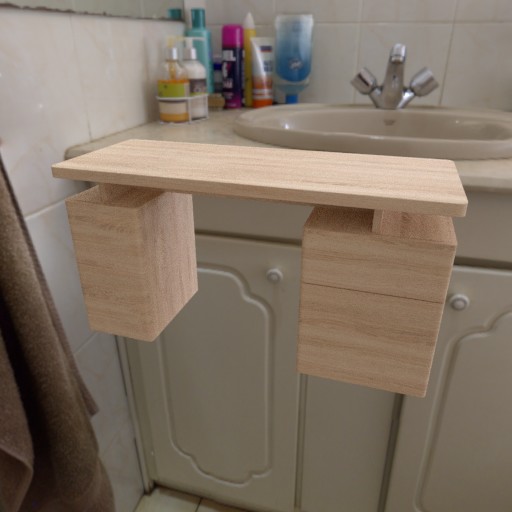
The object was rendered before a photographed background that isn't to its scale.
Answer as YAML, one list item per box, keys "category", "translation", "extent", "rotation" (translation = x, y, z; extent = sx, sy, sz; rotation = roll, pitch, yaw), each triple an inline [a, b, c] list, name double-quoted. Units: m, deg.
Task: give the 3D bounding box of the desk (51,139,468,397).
- category: "desk"
  translation: [0.000, 0.000, 1.803]
  extent: [1.400, 0.760, 0.550]
  rotation: [8, 26, 16]
